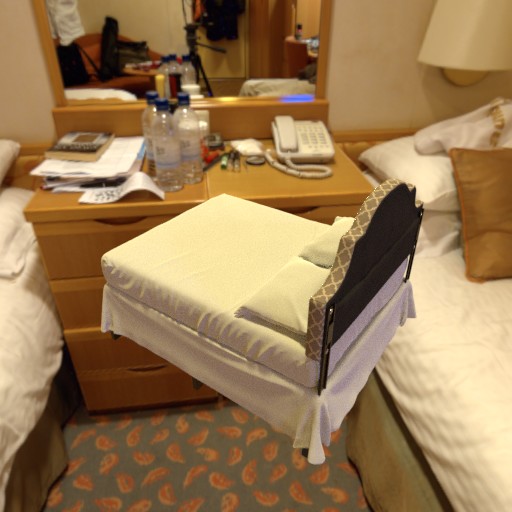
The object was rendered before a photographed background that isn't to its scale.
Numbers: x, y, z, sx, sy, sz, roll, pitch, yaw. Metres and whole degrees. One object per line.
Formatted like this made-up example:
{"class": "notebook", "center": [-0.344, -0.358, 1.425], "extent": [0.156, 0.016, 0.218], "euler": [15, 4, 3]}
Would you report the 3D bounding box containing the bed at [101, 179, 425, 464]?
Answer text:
{"class": "bed", "center": [0.000, 0.000, 3.492], "extent": [2.222, 1.633, 1.780], "euler": [21, 37, 30]}
